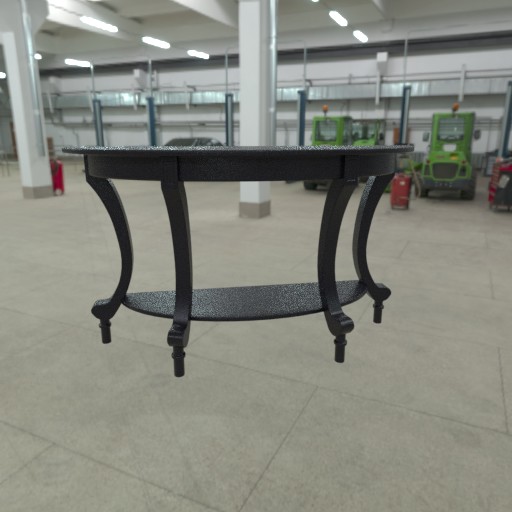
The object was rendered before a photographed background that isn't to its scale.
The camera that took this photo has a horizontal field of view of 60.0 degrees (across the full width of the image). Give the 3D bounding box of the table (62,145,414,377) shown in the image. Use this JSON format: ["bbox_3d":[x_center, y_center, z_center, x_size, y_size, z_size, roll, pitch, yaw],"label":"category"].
[{"bbox_3d":[0.000,0.000,1.457,1.198,0.692,0.394,-3,16,-9],"label":"table"}]
